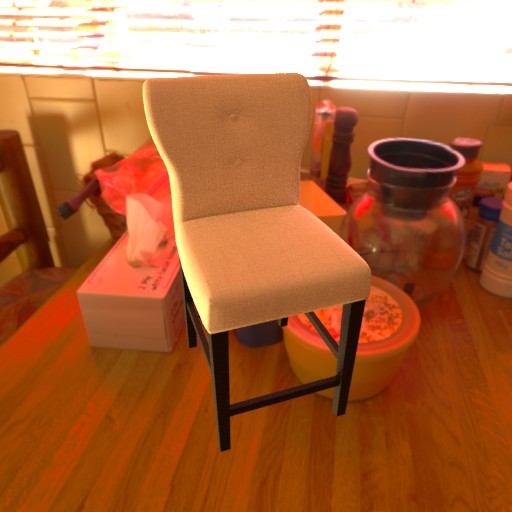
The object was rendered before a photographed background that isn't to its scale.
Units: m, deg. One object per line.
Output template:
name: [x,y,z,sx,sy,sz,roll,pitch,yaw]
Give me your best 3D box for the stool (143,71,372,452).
stool: [0.000,0.000,1.360,0.514,0.972,0.603,-10,32,-17]
